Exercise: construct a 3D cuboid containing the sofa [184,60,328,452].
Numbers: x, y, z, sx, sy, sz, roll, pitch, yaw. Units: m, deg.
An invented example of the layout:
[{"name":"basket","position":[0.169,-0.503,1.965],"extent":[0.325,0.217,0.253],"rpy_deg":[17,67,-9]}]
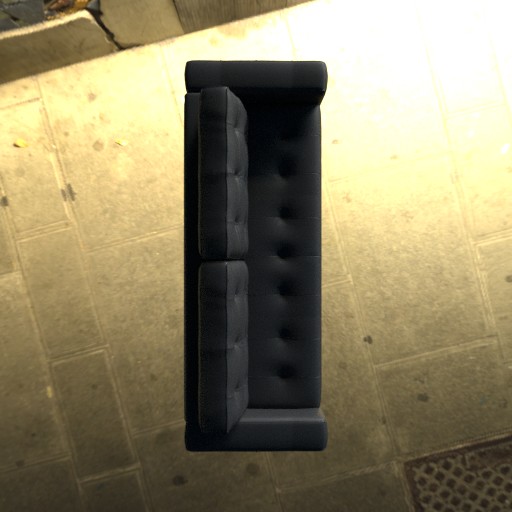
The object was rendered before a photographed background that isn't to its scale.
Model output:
[{"name":"sofa","position":[0.000,0.000,2.723],"extent":[0.833,0.893,2.275],"rpy_deg":[0,90,0]}]
